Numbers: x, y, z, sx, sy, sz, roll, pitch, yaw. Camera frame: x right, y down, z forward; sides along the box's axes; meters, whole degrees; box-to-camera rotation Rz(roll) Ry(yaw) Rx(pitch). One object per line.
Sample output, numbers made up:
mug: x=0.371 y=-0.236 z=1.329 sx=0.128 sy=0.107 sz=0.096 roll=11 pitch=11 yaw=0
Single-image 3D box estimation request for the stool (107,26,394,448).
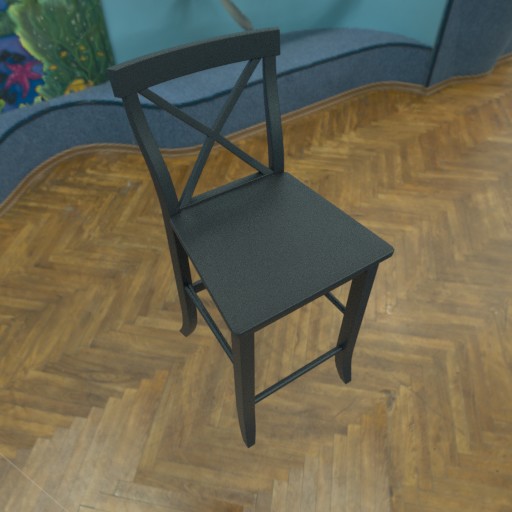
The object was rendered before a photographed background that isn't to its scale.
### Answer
stool: x=0.000 y=0.000 z=1.242 sx=0.452 sy=0.989 sz=0.559 roll=-25 pitch=52 yaw=-22
